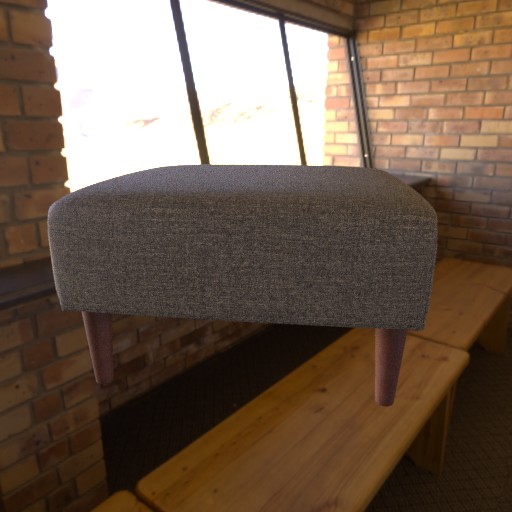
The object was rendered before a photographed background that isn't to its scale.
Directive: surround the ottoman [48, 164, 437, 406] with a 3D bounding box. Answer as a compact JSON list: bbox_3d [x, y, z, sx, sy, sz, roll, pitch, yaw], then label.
[{"bbox_3d":[0.000,0.000,1.048,0.655,0.399,0.648,2,17,7],"label":"ottoman"}]
